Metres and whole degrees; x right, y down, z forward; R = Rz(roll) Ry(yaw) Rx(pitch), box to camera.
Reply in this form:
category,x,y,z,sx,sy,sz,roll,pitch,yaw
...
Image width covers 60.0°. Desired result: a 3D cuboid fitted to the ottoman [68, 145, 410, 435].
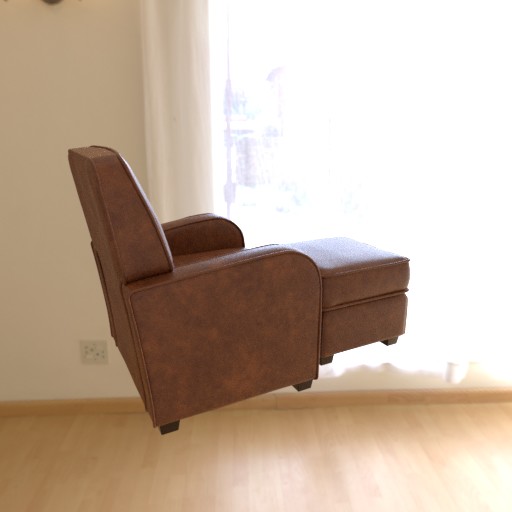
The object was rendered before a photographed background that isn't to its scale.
category,x,y,z,sx,sy,sz,roll,pitch,yaw
ottoman,0.000,0.000,1.840,1.314,0.904,0.732,-8,19,-26
